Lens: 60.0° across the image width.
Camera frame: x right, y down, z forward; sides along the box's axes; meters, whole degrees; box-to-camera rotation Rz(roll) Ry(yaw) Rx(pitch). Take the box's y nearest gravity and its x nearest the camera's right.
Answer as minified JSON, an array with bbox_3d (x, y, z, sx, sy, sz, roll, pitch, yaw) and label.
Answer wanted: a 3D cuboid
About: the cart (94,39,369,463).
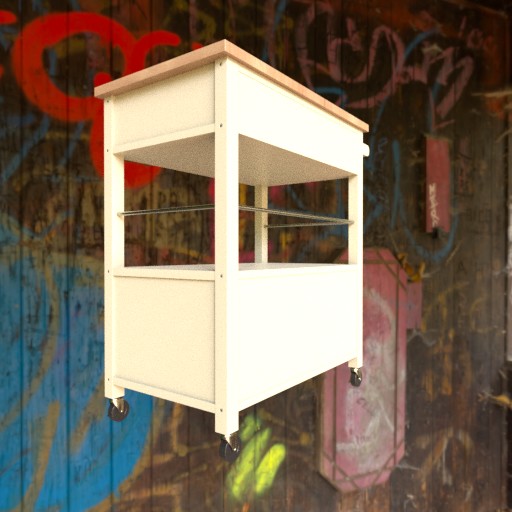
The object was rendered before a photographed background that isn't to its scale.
[{"bbox_3d":[0.000,0.000,1.390,0.459,0.901,0.840,0,1,36],"label":"cart"}]
